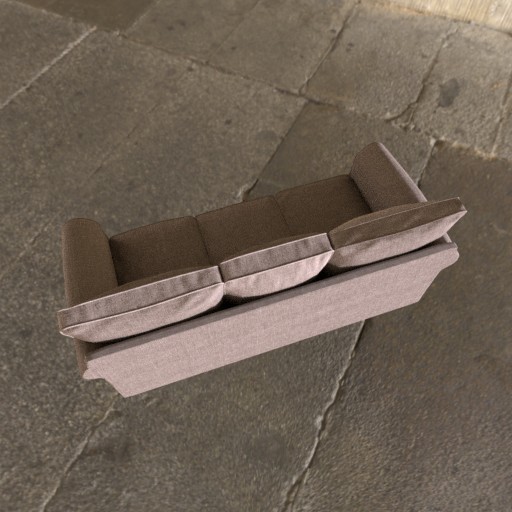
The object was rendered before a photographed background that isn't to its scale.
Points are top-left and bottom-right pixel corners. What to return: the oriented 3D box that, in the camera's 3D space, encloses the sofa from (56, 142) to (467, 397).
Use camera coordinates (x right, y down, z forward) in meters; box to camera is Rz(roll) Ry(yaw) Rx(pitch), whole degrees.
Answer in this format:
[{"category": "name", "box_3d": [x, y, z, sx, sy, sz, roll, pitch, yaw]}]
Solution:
[{"category": "sofa", "box_3d": [0.000, 0.000, 2.612, 2.084, 0.961, 0.916, -16, 59, -10]}]
